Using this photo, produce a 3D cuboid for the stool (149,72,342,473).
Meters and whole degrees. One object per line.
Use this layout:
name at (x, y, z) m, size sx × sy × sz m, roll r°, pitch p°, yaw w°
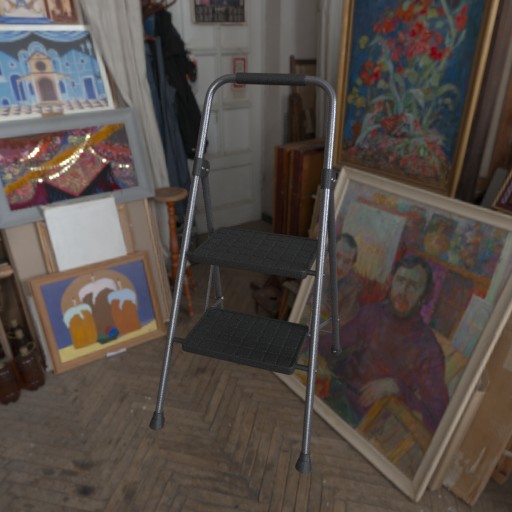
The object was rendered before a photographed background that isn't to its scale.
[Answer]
stool at (0.000, 0.000, 1.160) m, size 0.450 × 0.872 × 0.514 m, roll 9°, pitch 28°, yaw 17°
